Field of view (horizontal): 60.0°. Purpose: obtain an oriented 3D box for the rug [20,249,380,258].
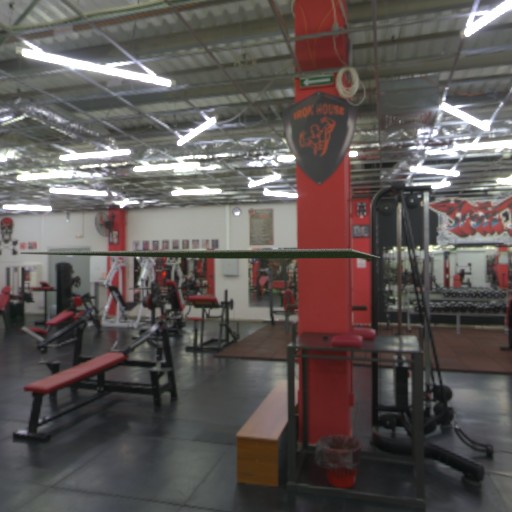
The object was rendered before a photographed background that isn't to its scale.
[{"bbox_3d":[0.000,0.000,2.982,1.515,0.010,2.430,0,-1,18],"label":"rug"}]
